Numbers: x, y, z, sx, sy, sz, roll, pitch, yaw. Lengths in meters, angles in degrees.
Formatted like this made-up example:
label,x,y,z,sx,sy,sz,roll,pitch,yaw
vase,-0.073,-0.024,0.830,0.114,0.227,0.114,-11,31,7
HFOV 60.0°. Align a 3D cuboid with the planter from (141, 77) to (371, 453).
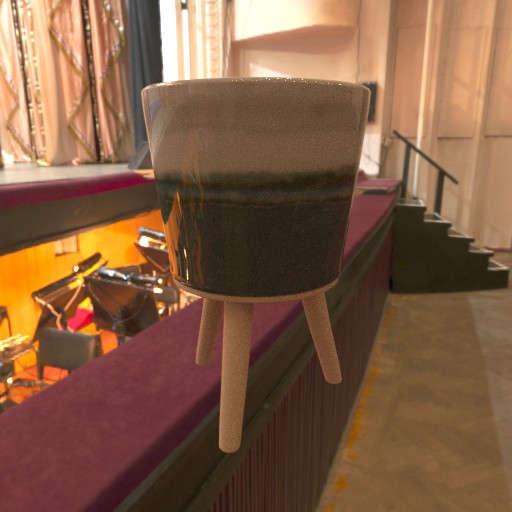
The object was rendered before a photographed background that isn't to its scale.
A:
label,x,y,z,sx,sy,sz,roll,pitch,yaw
planter,0.000,0.000,0.472,0.217,0.331,0.217,8,17,27
